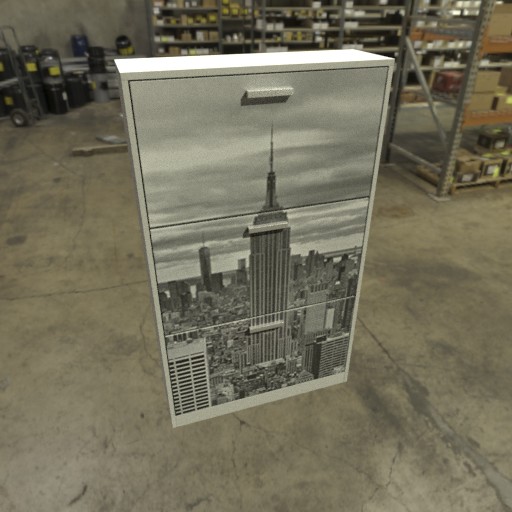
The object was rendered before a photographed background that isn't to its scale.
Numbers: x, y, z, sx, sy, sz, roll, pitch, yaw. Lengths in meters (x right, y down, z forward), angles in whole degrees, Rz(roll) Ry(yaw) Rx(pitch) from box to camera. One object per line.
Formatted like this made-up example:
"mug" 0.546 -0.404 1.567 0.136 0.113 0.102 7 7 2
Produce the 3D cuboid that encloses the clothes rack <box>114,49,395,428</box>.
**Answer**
"clothes rack" 0.000 0.000 1.566 0.750 1.280 0.250 -10 33 -16
